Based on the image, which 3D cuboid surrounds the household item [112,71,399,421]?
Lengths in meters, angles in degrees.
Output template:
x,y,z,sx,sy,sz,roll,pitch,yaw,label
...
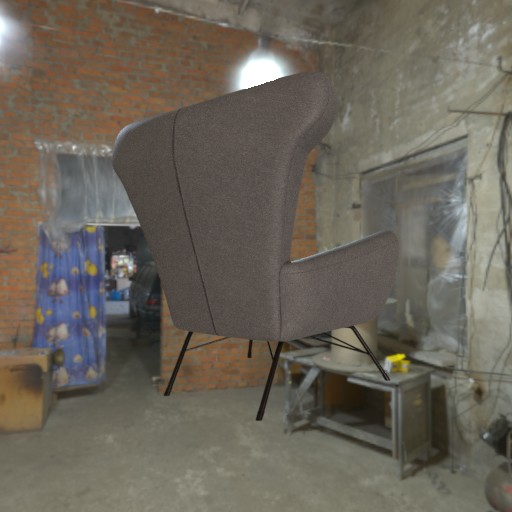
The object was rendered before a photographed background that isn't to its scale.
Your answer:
x,y,z,sx,sy,sz,roll,pitch,yaw,label
0.000,0.000,1.758,0.980,1.050,0.900,-1,-1,37,household item
